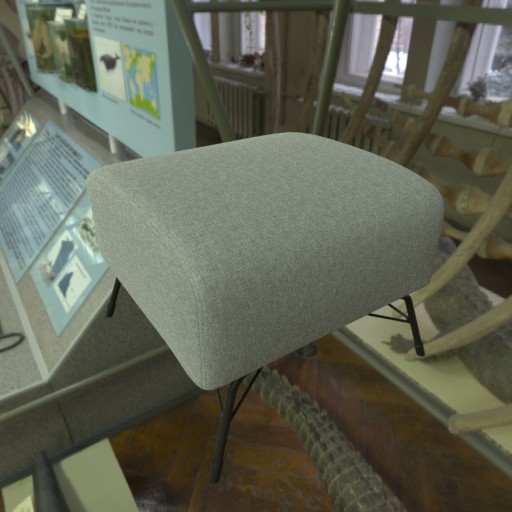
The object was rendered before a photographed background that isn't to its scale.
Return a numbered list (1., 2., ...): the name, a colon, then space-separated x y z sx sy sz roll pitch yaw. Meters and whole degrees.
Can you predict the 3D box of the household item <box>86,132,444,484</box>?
1. household item: 0.000 0.000 0.912 0.530 0.410 0.530 -19 35 -29
